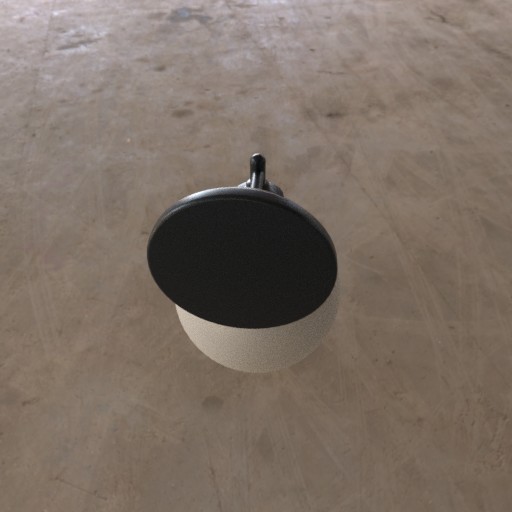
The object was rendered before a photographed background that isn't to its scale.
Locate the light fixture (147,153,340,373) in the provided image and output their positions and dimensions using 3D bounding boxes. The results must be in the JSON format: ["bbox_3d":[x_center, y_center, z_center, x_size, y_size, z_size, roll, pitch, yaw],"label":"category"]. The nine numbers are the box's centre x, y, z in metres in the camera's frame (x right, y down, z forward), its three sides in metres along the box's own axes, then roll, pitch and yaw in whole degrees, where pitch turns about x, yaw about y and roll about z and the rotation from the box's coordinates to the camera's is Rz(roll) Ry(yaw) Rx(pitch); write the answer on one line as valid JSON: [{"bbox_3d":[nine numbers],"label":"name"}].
[{"bbox_3d":[0.000,0.000,0.471,0.197,0.332,0.230,4,45,4],"label":"light fixture"}]
